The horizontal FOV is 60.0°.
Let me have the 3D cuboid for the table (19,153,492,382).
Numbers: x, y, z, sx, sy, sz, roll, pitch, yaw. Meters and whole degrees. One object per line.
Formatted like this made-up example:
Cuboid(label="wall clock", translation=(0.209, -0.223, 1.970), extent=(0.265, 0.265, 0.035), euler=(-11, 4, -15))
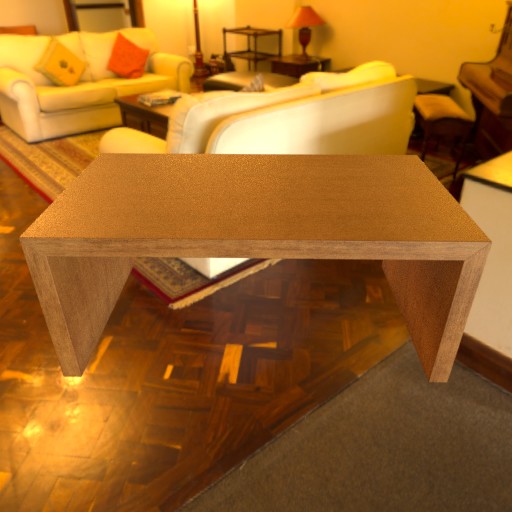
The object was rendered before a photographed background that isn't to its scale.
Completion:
Cuboid(label="table", translation=(0.000, 0.000, 1.277), extent=(1.000, 0.419, 0.549), euler=(1, 32, 1))
